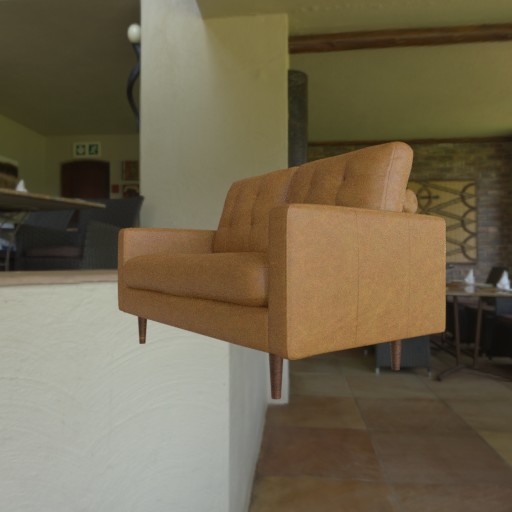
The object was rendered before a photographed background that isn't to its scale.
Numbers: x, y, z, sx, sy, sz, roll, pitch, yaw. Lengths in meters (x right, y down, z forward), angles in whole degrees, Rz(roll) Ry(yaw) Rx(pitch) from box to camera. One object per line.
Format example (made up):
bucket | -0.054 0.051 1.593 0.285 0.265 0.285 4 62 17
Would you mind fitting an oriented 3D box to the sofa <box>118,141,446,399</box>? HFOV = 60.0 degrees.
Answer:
sofa | 0.000 0.000 2.031 0.868 0.898 1.430 0 0 -36
